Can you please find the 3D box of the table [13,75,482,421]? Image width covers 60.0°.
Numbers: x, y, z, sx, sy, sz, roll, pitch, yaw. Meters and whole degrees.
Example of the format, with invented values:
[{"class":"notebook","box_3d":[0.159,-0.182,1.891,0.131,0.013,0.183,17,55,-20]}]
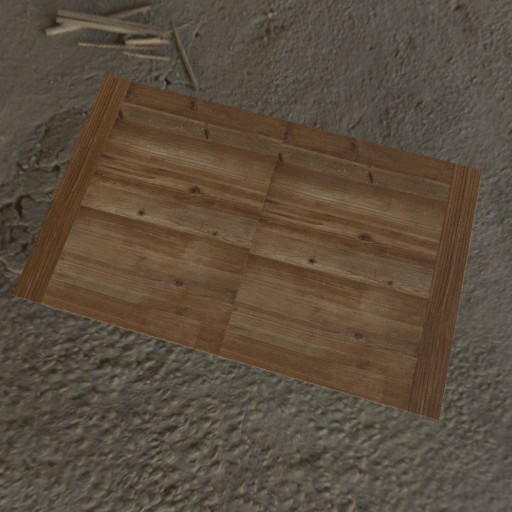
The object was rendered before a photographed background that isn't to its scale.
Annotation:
[{"class":"table","box_3d":[0.000,0.000,1.963,1.503,0.743,0.922,15,76,4]}]
